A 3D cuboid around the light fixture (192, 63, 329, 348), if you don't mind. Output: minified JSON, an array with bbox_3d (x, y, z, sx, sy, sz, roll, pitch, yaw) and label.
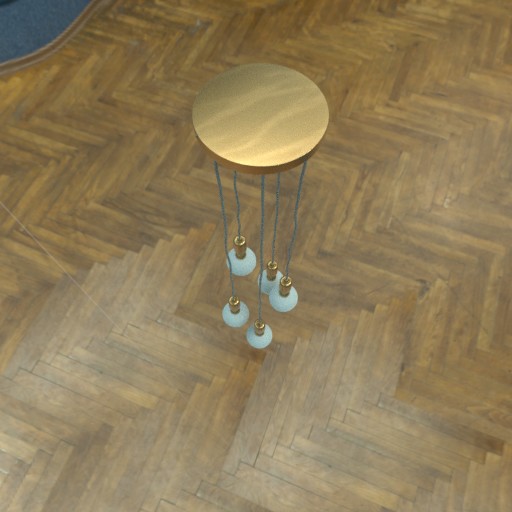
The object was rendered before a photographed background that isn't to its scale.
[{"bbox_3d":[0.000,0.000,0.516,0.105,0.457,0.108,-19,65,-9],"label":"light fixture"}]
